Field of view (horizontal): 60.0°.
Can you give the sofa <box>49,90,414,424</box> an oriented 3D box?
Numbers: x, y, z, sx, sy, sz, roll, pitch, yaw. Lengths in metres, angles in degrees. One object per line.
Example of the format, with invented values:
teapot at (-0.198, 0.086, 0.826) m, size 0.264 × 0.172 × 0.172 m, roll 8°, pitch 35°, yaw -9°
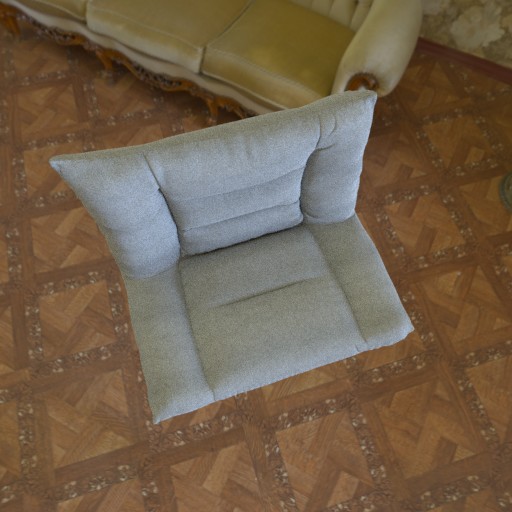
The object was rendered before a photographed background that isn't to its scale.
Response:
sofa at (0.000, 0.000, 1.672) m, size 1.144 × 0.795 × 0.847 m, roll -16°, pitch 64°, yaw -8°
